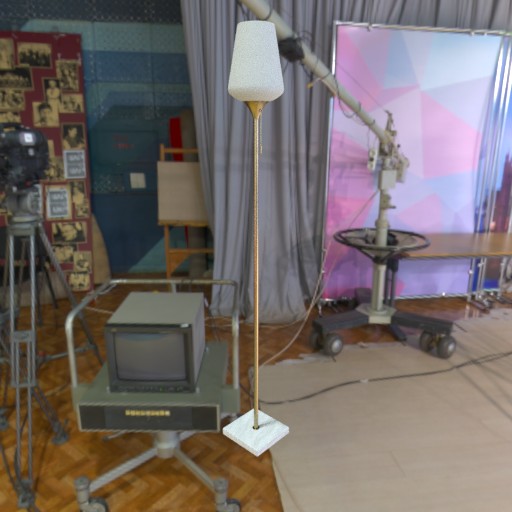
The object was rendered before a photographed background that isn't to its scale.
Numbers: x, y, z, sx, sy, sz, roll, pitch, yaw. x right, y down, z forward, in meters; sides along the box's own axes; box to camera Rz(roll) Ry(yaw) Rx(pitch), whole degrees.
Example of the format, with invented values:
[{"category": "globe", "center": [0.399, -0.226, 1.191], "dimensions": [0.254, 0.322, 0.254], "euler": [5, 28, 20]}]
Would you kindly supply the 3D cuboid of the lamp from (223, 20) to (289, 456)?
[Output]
[{"category": "lamp", "center": [0.000, 0.000, 1.923], "dimensions": [0.232, 1.813, 0.229], "euler": [15, 22, 41]}]
